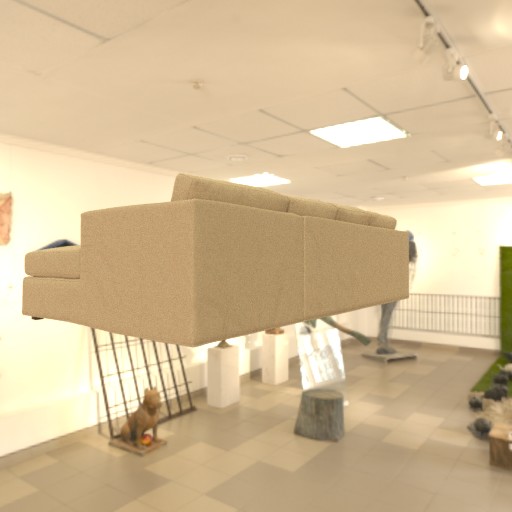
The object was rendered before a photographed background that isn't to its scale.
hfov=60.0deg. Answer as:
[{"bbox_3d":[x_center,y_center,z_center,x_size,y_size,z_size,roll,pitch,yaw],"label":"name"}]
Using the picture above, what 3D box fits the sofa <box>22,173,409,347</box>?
[{"bbox_3d":[0.000,0.000,3.790,1.622,0.867,3.177,0,0,36],"label":"sofa"}]
